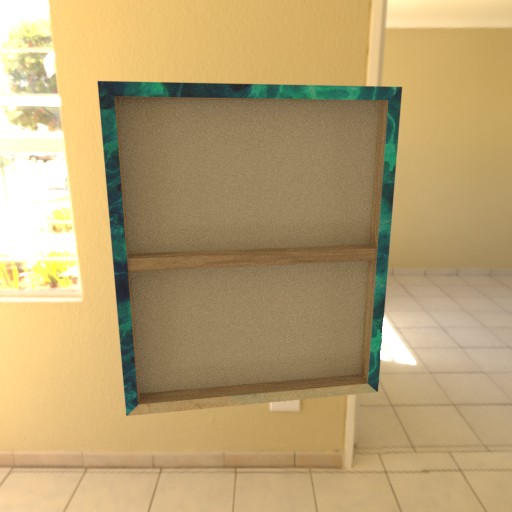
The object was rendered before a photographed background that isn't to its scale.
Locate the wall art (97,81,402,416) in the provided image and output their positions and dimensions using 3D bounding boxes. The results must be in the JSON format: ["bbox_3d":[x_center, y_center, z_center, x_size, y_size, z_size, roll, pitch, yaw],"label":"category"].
[{"bbox_3d":[0.000,0.000,0.704,0.432,0.508,0.038,-2,15,-9],"label":"wall art"}]
